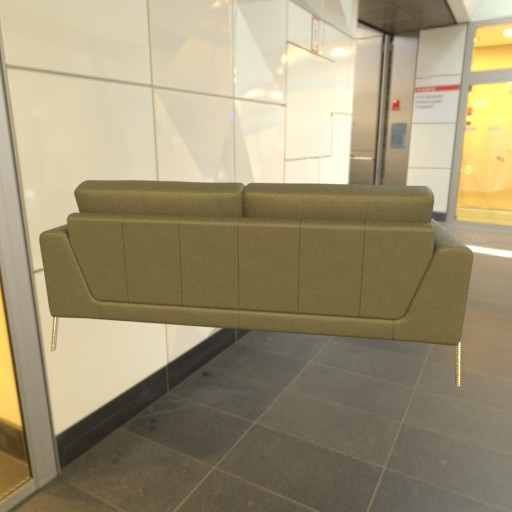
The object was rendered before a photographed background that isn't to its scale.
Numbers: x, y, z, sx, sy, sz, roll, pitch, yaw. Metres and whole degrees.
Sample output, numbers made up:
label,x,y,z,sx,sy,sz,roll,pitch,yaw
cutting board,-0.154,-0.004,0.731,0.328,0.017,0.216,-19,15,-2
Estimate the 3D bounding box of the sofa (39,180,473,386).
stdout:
label,x,y,z,sx,sy,sz,roll,pitch,yaw
sofa,0.000,0.000,2.479,2.017,0.875,0.953,3,15,9
